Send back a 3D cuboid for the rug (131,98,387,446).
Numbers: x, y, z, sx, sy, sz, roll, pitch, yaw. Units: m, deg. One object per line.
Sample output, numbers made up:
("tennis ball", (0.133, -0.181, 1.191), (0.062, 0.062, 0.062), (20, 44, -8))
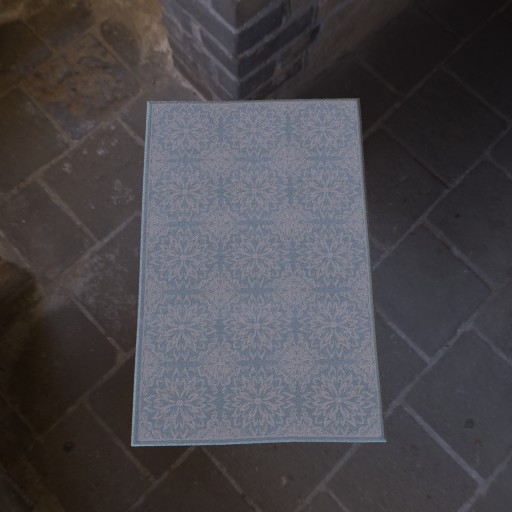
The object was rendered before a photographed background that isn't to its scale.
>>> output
("rug", (0.000, 0.000, 3.471), (1.819, 0.018, 2.746), (-1, 76, 0))
